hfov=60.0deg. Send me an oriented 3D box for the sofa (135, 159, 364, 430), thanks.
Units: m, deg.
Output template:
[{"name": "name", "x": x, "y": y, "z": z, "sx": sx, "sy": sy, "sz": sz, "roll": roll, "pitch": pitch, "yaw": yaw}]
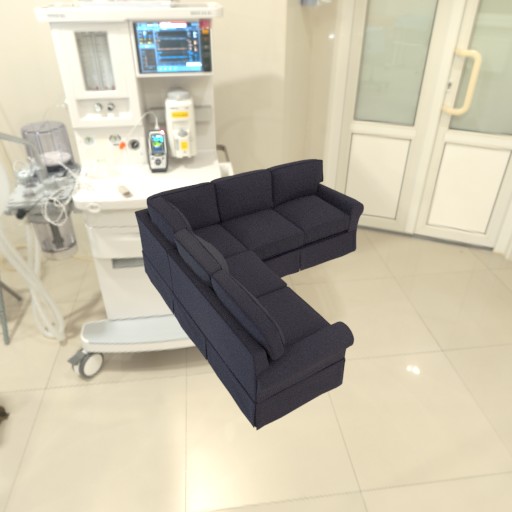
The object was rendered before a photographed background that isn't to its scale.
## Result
[{"name": "sofa", "x": 0.000, "y": 0.000, "z": 5.029, "sx": 2.874, "sy": 1.169, "sz": 3.773, "roll": 0, "pitch": 33, "yaw": 0}]
